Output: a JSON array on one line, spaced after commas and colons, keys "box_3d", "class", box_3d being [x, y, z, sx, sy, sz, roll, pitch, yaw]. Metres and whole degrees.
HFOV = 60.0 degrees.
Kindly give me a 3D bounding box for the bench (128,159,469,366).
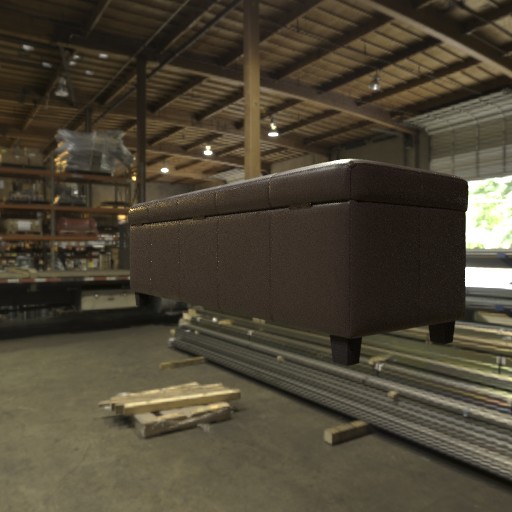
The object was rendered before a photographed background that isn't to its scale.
[{"box_3d": [0.000, 0.000, 1.450, 0.450, 0.417, 1.219, -1, 1, -36], "class": "bench"}]
